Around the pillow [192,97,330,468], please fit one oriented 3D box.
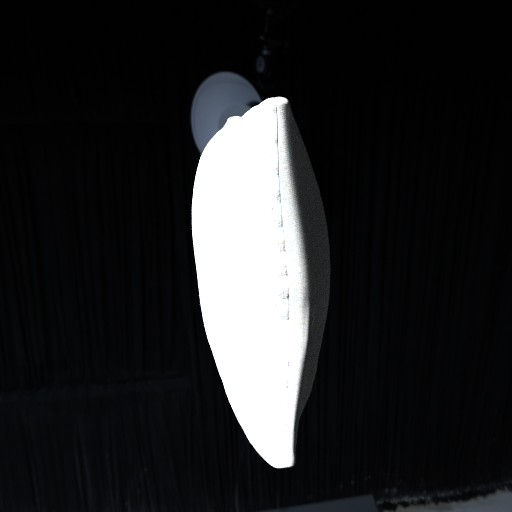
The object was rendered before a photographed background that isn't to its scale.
[{"bbox_3d":[0.000,0.000,0.784,0.219,0.491,0.496,-2,15,-8],"label":"pillow"}]
